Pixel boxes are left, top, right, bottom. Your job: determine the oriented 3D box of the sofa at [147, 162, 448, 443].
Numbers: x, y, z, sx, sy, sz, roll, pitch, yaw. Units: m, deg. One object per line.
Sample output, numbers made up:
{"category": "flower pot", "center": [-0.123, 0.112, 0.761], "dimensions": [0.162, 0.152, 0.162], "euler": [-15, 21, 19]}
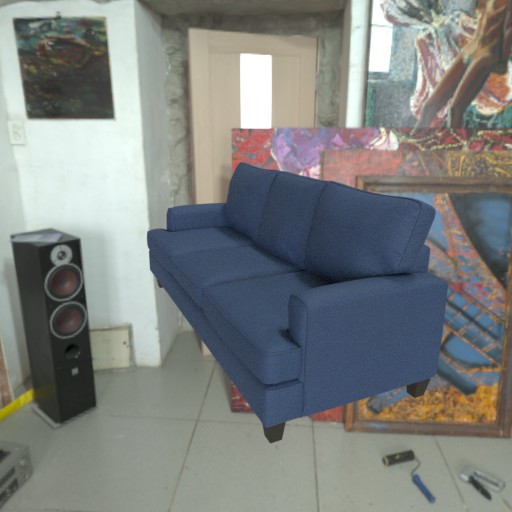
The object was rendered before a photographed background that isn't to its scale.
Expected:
{"category": "sofa", "center": [0.000, 0.000, 2.740], "dimensions": [0.951, 0.965, 2.158], "euler": [-8, 19, -24]}
